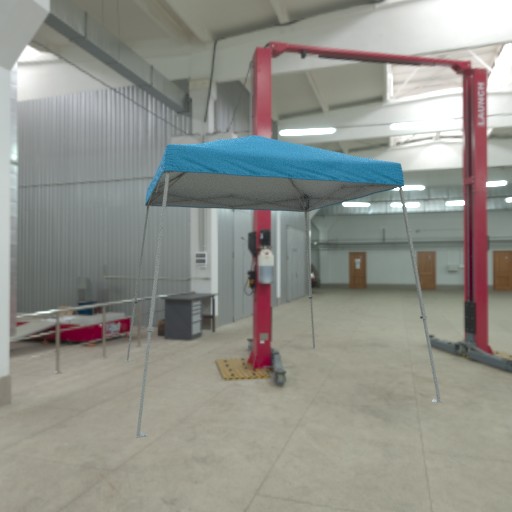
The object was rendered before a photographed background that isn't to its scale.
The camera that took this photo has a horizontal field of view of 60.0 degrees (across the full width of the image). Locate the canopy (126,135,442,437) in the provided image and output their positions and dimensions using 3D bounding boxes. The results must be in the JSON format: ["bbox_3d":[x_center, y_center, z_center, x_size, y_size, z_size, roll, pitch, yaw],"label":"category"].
[{"bbox_3d":[0.000,0.000,5.220,2.849,2.850,2.850,0,-1,-18],"label":"canopy"}]
